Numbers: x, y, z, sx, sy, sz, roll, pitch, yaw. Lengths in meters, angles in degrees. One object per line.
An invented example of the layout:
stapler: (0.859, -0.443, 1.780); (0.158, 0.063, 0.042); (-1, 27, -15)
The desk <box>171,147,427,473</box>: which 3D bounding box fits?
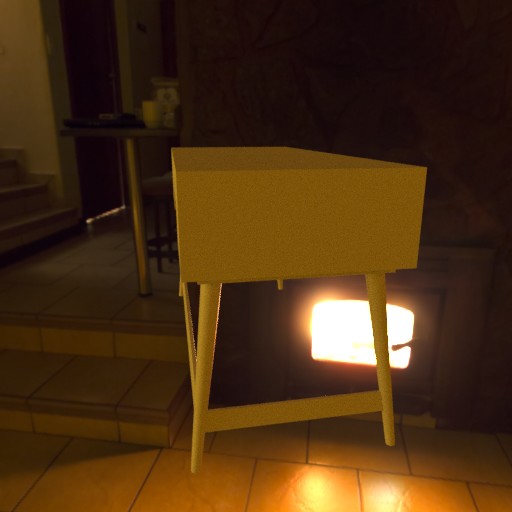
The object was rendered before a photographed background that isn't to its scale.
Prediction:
desk: (0.000, 0.000, 1.696); (0.589, 0.762, 1.313); (-3, 16, -10)
